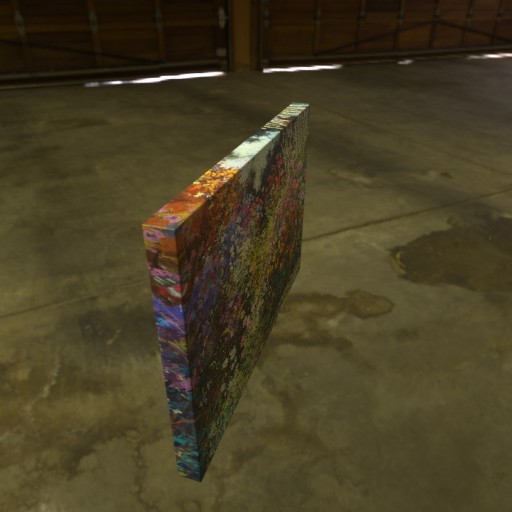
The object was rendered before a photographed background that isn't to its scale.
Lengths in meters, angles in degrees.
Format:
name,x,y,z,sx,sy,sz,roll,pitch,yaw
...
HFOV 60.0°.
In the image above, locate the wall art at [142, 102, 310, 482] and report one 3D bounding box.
name,x,y,z,sx,sy,sz,roll,pitch,yaw
wall art,0.000,0.000,0.787,0.037,0.406,0.610,10,32,16
